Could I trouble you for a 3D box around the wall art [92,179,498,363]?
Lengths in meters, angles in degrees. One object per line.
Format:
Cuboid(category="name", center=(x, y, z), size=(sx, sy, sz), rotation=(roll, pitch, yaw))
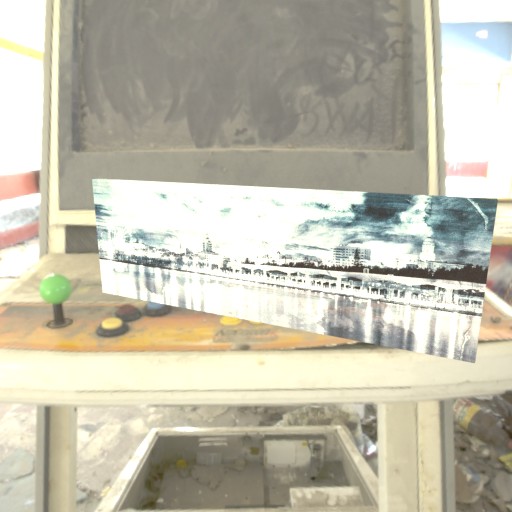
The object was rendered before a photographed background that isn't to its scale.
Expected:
Cuboid(category="wall art", center=(0.000, 0.000, 1.644), size=(1.524, 0.509, 0.037), rotation=(7, 16, 25))
